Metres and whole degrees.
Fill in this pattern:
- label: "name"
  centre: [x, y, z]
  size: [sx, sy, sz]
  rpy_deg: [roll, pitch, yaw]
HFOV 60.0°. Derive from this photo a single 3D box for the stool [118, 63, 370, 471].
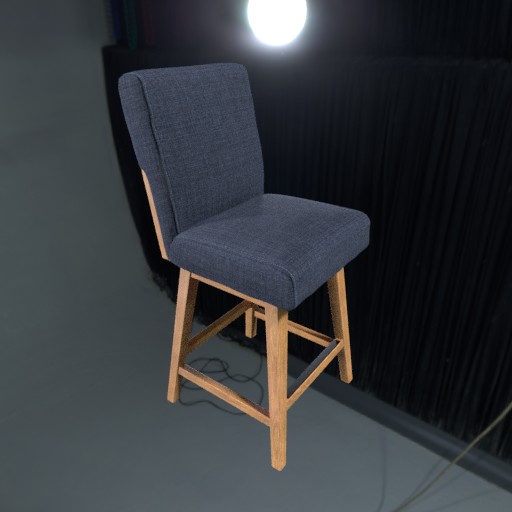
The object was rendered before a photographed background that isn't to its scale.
- label: "stool"
  centre: [0.000, 0.000, 1.303]
  size: [0.526, 1.010, 0.459]
  rpy_deg: [19, 33, 32]
